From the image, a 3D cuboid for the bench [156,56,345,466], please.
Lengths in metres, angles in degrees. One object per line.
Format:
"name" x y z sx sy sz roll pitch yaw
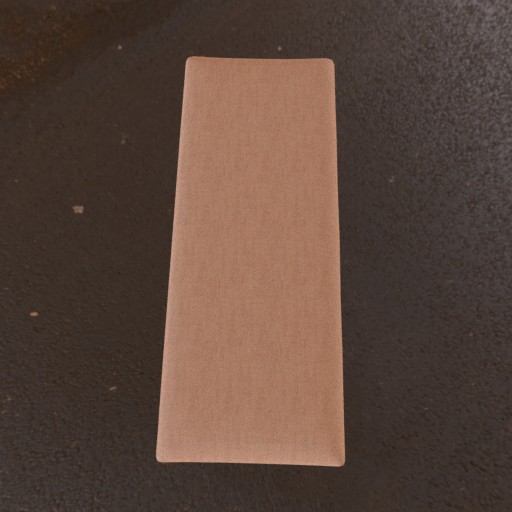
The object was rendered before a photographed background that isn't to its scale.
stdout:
"bench" 0.000 0.000 1.235 0.407 0.456 1.013 1 75 0
